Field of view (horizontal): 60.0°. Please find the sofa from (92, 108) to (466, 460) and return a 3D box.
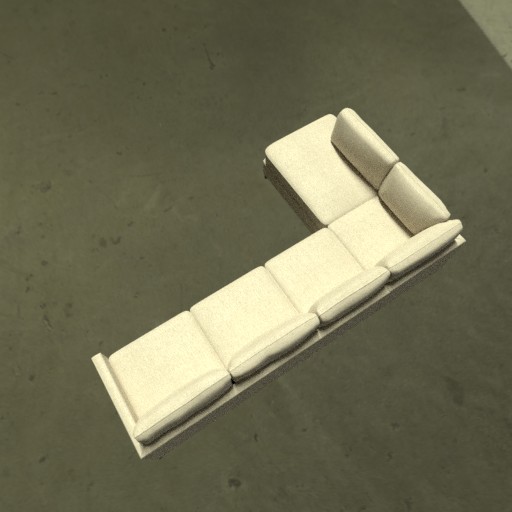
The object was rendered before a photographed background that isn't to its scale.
[{"bbox_3d":[0.000,0.000,4.267,3.384,0.996,2.048,-31,68,-14],"label":"sofa"}]
